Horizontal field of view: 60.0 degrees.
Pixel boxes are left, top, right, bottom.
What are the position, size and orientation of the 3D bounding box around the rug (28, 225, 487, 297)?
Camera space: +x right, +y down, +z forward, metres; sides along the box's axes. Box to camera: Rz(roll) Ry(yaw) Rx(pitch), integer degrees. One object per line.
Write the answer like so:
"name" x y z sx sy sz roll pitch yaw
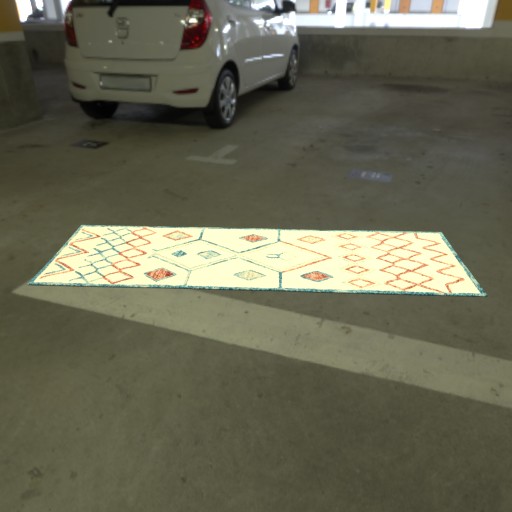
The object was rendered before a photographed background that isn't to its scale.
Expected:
"rug" 0.000 0.000 2.668 2.435 0.011 0.750 1 29 2
